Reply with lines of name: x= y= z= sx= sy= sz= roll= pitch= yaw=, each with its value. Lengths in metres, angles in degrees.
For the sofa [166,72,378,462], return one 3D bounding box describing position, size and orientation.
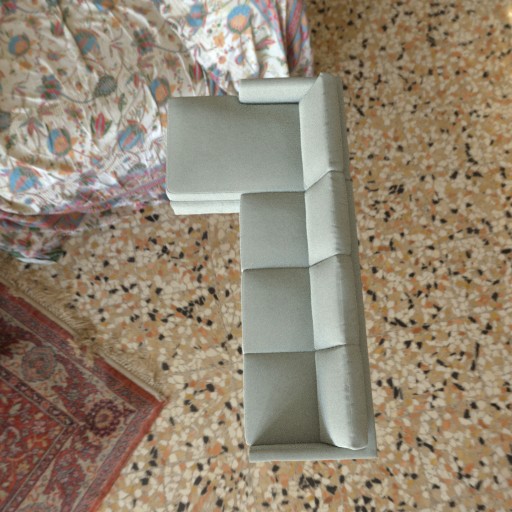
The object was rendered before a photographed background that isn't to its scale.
sofa: x=0.000 y=0.000 z=3.823 sx=1.650 sy=0.922 sz=3.205 roll=-2 pitch=75 yaw=0
